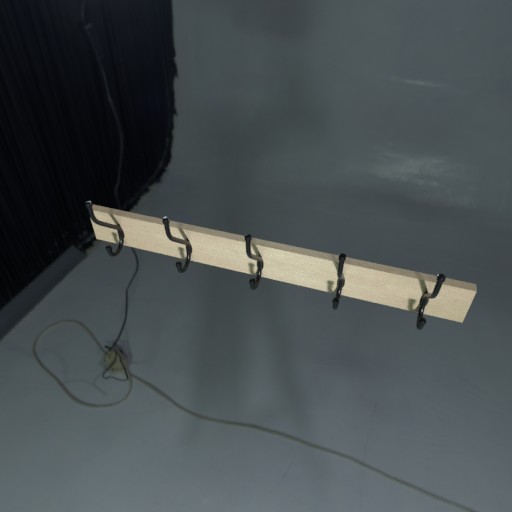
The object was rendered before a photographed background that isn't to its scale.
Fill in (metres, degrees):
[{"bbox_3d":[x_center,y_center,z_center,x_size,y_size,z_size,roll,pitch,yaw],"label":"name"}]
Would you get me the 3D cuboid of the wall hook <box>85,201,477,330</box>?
[{"bbox_3d":[0.000,0.000,0.613,0.571,0.117,0.071,12,42,14],"label":"wall hook"}]
